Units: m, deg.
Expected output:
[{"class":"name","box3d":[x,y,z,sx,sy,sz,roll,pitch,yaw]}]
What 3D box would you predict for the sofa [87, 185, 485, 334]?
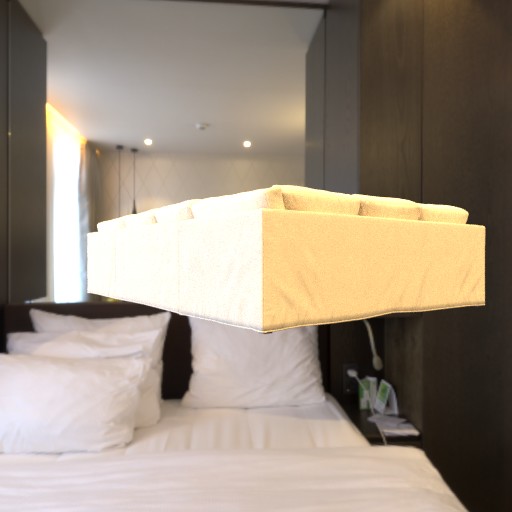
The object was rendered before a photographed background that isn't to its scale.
[{"class":"sofa","box3d":[0.000,0.000,4.523,2.427,0.882,3.460,0,0,-36]}]
